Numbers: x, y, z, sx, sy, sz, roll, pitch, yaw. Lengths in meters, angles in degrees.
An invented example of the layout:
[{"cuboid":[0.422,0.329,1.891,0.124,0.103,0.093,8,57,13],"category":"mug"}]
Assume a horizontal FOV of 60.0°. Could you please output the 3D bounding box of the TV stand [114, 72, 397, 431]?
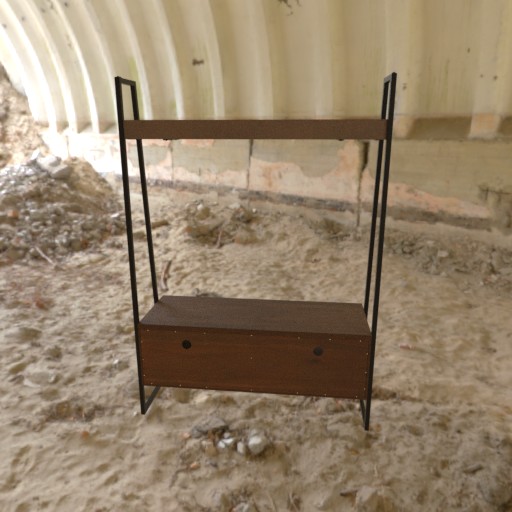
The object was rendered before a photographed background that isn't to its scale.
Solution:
[{"cuboid":[0.000,0.000,2.378,1.250,1.772,0.432,2,16,6],"category":"TV stand"}]
